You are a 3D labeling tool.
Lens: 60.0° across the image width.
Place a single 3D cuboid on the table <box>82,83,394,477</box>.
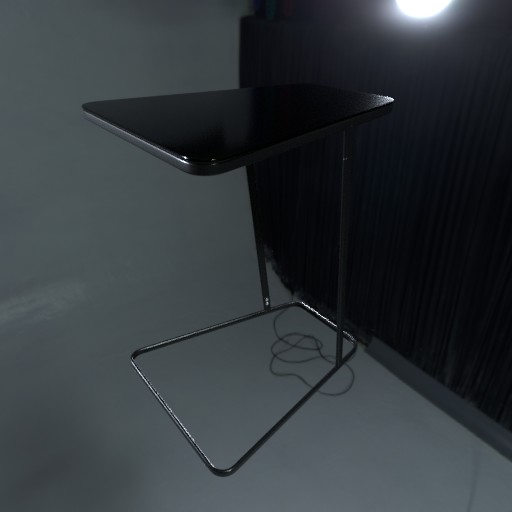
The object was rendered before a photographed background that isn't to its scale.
[{"bbox_3d":[0.000,0.000,0.950,0.500,0.624,0.427,-21,36,-32],"label":"table"}]
